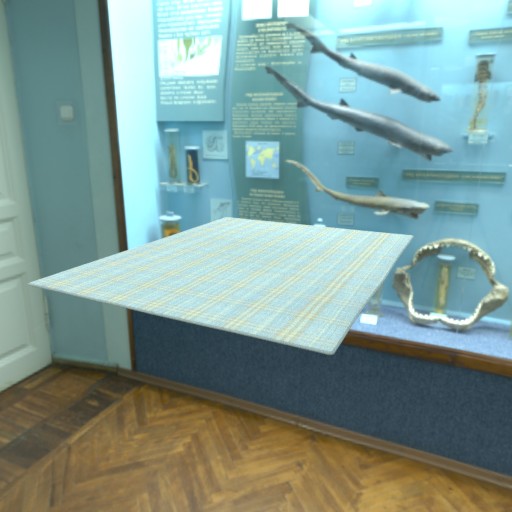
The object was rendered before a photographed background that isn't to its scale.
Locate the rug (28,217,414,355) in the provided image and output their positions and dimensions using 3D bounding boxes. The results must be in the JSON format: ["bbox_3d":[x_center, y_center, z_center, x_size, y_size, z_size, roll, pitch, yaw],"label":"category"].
[{"bbox_3d":[0.000,0.000,4.206,2.462,0.030,3.066,8,18,26],"label":"rug"}]
